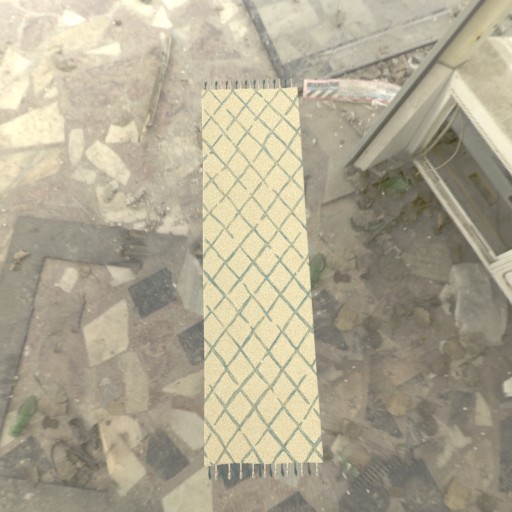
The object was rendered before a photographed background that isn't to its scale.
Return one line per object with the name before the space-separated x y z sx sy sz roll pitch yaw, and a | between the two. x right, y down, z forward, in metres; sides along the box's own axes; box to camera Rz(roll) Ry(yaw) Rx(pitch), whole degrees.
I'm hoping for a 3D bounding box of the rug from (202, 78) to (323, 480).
rug | 0.000 0.000 2.585 0.620 0.008 2.372 -2 76 -1
